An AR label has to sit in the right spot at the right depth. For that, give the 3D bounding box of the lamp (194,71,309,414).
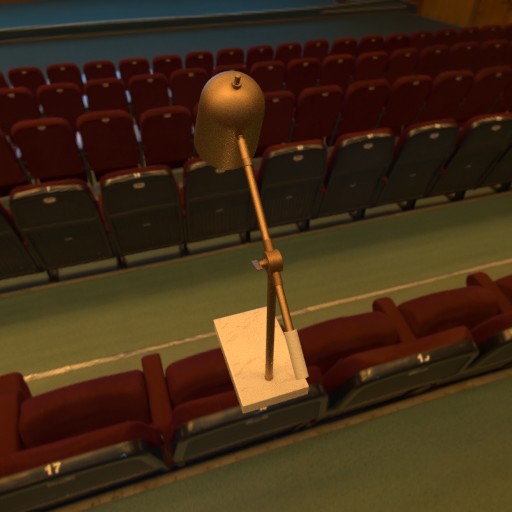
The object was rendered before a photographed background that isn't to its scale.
[{"bbox_3d":[0.000,0.000,0.819,0.144,0.603,0.471,-13,43,-14],"label":"lamp"}]
